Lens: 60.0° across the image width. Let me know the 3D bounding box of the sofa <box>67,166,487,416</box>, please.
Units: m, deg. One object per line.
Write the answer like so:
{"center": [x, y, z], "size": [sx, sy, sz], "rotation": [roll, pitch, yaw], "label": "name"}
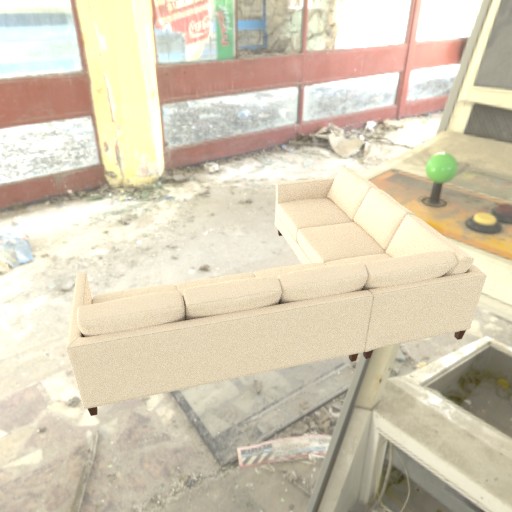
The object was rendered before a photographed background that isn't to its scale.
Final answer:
{"center": [0.000, 0.000, 4.287], "size": [3.182, 0.863, 2.432], "rotation": [-8, 31, -13], "label": "sofa"}
